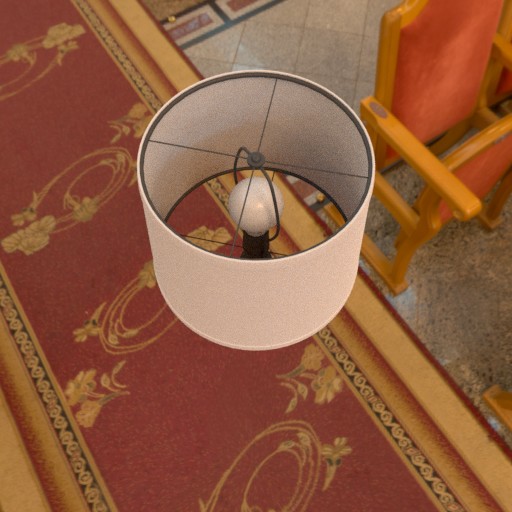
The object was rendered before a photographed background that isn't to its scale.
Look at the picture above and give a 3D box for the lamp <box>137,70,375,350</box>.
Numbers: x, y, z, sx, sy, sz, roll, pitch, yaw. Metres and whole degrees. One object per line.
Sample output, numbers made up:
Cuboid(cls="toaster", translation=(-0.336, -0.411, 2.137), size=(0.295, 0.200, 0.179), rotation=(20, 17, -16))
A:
Cuboid(cls="lamp", translation=(0.000, 0.000, 0.698), size=(0.310, 0.501, 0.310), rotation=(0, 65, 0))
